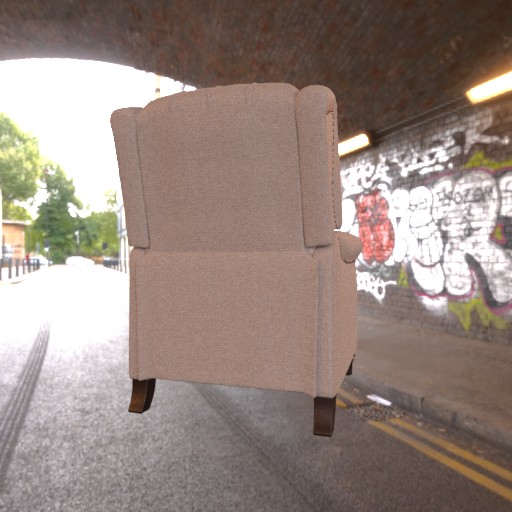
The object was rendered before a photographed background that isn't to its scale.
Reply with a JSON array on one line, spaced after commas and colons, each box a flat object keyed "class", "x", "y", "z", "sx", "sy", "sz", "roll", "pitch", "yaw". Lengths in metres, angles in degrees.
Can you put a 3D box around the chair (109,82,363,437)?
[{"class": "chair", "x": 0.000, "y": 0.000, "z": 1.679, "sx": 0.742, "sy": 1.035, "sz": 0.902, "roll": 0, "pitch": 0, "yaw": 18}]
